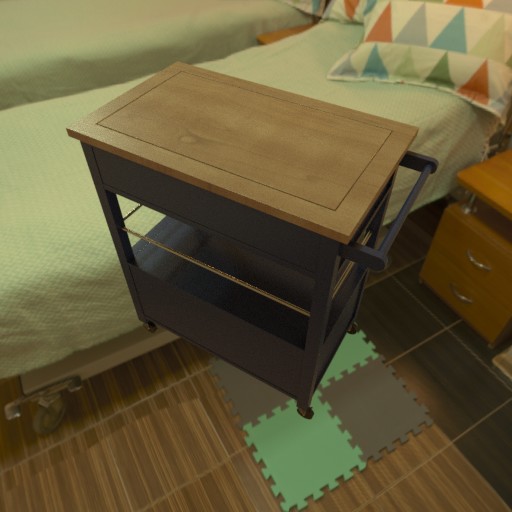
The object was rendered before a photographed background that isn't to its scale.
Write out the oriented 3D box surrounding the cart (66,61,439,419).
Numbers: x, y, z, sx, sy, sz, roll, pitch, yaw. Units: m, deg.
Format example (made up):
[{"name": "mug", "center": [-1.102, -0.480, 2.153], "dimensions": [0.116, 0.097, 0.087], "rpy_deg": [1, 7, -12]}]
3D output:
[{"name": "cart", "center": [0.000, 0.000, 1.428], "dimensions": [0.840, 0.901, 0.459], "rpy_deg": [23, 51, 21]}]
